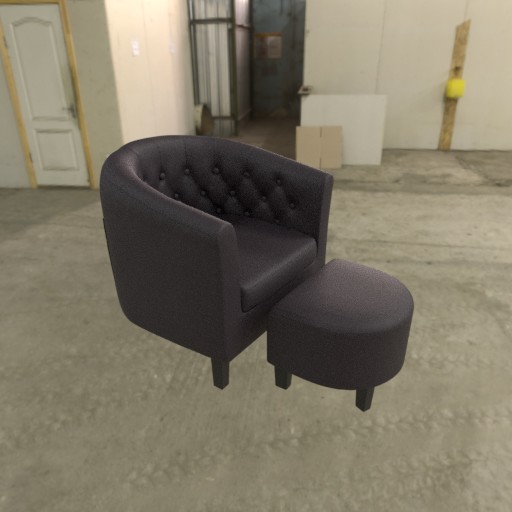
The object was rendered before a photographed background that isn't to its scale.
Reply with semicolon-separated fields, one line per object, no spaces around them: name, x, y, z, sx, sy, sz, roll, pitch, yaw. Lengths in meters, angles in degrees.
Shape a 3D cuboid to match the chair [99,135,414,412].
chair;0.000;0.000;1.680;1.191;0.760;0.763;17;31;32
